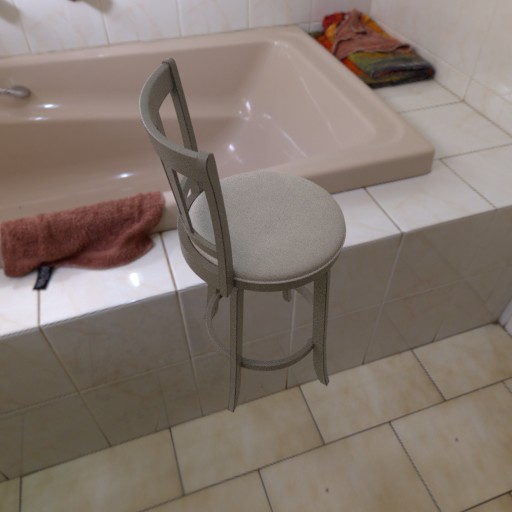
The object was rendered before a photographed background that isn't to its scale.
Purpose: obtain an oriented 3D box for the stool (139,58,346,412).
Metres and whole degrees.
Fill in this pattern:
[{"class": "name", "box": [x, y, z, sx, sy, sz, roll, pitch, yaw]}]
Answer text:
[{"class": "stool", "box": [0.000, 0.000, 1.281, 0.486, 0.994, 0.450, -12, 47, -11]}]
